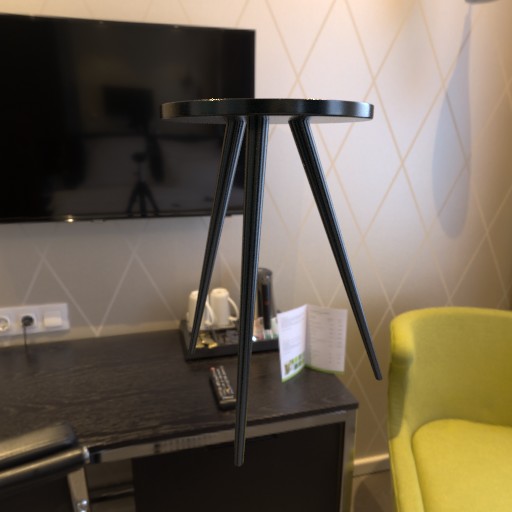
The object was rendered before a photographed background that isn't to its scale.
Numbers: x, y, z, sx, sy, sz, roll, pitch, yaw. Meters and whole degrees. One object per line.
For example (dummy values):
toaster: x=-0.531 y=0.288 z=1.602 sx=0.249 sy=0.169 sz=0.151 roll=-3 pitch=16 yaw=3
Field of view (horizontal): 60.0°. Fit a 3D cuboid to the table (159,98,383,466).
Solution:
table: x=0.000 y=0.000 z=0.865 sx=0.403 sy=0.548 sz=0.415 roll=-14 pitch=20 yaw=-43
